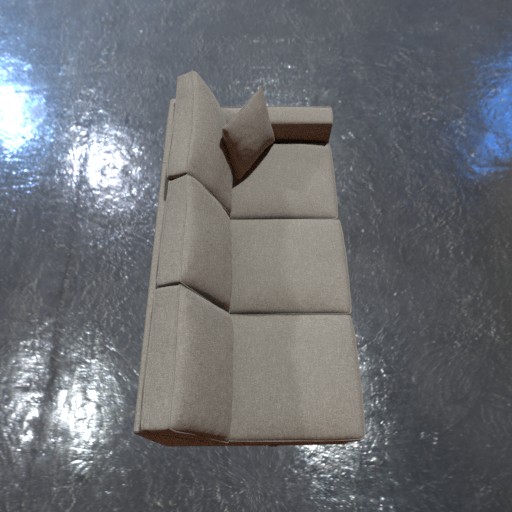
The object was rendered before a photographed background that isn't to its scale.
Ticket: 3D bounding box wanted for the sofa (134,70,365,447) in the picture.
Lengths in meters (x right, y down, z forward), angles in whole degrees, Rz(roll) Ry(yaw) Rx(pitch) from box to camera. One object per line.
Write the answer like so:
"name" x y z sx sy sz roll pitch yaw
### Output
"sofa" 0.000 0.000 2.504 1.034 0.946 1.963 -1 63 0
